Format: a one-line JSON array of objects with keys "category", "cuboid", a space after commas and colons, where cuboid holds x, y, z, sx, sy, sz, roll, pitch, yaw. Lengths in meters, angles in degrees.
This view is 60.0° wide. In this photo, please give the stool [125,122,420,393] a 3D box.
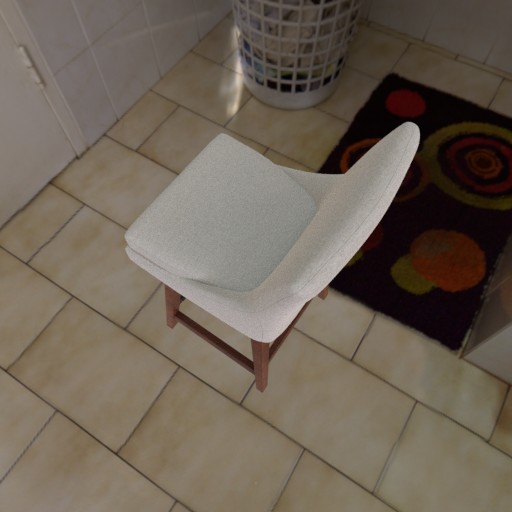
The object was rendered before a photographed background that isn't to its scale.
[{"category": "stool", "cuboid": [0.000, 0.000, 1.295, 0.559, 0.991, 0.469, 32, 67, 15]}]
